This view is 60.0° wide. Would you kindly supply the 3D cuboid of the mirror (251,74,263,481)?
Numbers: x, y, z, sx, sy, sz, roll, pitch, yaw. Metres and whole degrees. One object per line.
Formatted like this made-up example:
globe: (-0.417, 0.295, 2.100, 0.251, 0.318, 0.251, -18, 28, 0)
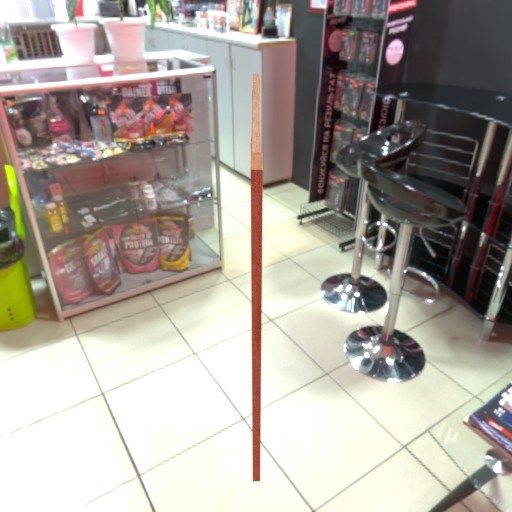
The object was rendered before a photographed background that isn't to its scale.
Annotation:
mirror: (0.000, 0.000, 1.211, 0.020, 0.800, 0.800, 0, 32, 0)
